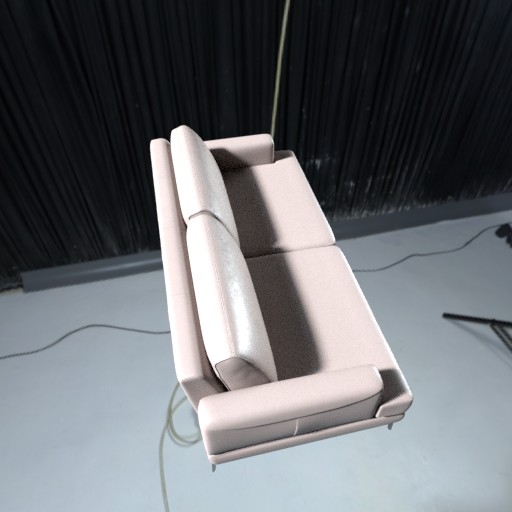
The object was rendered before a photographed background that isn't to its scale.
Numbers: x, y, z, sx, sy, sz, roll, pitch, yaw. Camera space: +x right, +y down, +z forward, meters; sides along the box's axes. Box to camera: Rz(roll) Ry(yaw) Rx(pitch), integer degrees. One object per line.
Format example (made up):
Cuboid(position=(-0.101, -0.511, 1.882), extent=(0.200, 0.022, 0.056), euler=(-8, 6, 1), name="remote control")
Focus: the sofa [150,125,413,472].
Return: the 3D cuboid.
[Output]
Cuboid(position=(0.000, 0.000, 2.449), extent=(0.974, 0.765, 1.940), euler=(-9, 48, -9), name="sofa")
